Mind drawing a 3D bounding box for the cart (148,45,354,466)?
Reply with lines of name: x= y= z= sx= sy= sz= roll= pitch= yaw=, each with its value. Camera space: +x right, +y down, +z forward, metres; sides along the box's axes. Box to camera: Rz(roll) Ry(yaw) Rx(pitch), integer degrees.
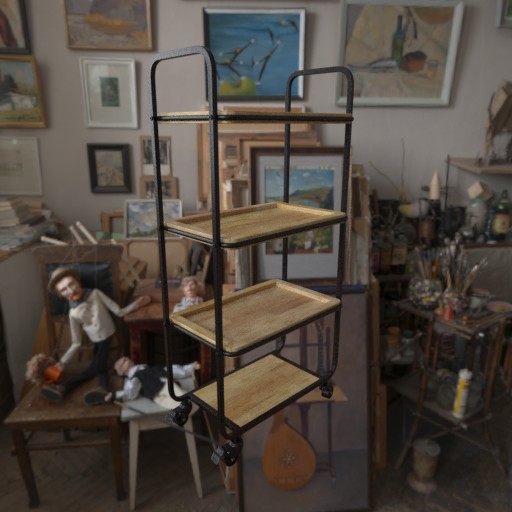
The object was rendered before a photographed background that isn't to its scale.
cart: x=0.000 y=0.000 z=1.327 sx=0.545 sy=1.080 sz=0.321 roll=-15 pitch=22 yaw=-42
